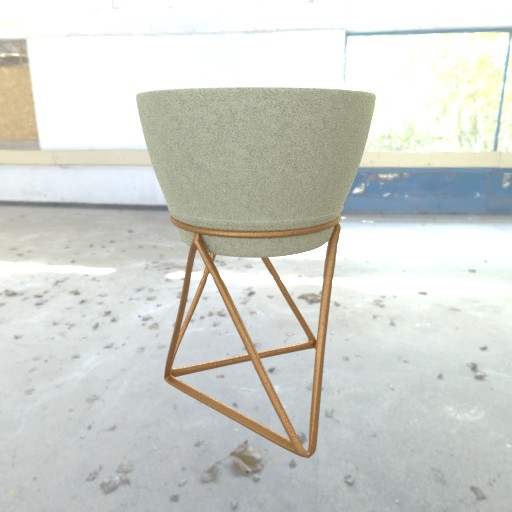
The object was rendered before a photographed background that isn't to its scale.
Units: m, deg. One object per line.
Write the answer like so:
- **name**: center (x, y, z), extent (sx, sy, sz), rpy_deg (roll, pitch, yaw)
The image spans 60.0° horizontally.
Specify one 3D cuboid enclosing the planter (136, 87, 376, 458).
- **planter**: center (0.000, 0.000, 0.740), extent (0.350, 0.504, 0.350), rpy_deg (3, 17, 9)
